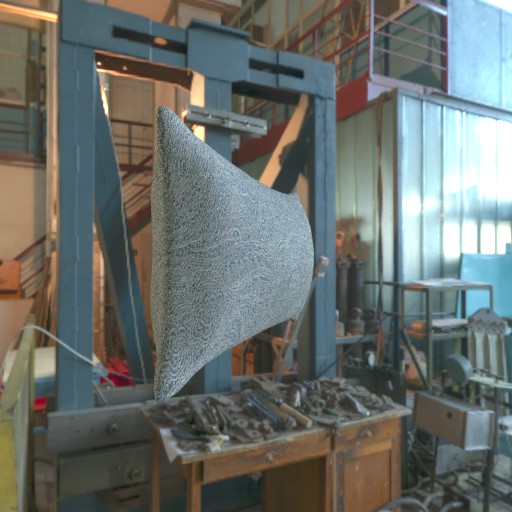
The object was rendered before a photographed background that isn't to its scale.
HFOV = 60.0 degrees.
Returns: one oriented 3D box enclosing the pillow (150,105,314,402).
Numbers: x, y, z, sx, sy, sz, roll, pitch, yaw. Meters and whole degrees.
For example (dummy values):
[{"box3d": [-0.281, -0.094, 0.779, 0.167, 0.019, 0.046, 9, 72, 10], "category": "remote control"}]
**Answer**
[{"box3d": [0.000, 0.000, 0.726, 0.151, 0.295, 0.615, 0, -1, 18], "category": "pillow"}]
